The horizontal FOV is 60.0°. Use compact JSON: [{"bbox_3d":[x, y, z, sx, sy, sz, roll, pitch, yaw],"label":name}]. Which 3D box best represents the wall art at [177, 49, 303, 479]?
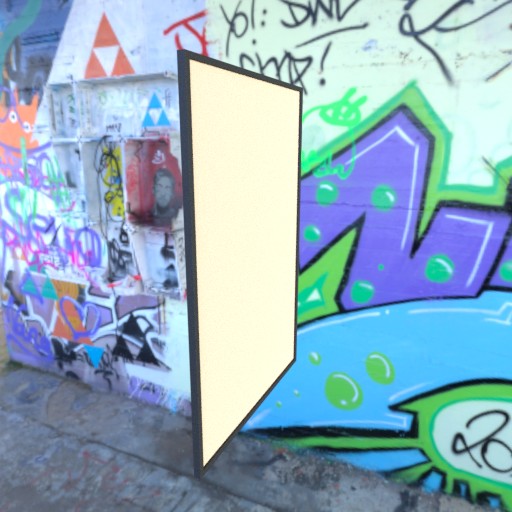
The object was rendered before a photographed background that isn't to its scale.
[{"bbox_3d":[0.000,0.000,0.859,0.013,0.660,0.460,7,16,24],"label":"wall art"}]
